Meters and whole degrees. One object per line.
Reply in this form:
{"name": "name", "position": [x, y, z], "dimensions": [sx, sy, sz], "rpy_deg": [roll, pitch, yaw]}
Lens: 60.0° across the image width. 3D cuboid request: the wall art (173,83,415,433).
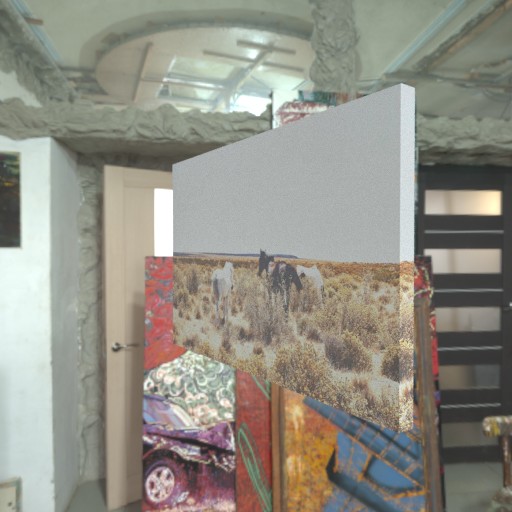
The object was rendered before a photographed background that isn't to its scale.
{"name": "wall art", "position": [0.000, 0.000, 1.438], "dimensions": [0.051, 0.761, 1.138], "rpy_deg": [-1, 1, -36]}
